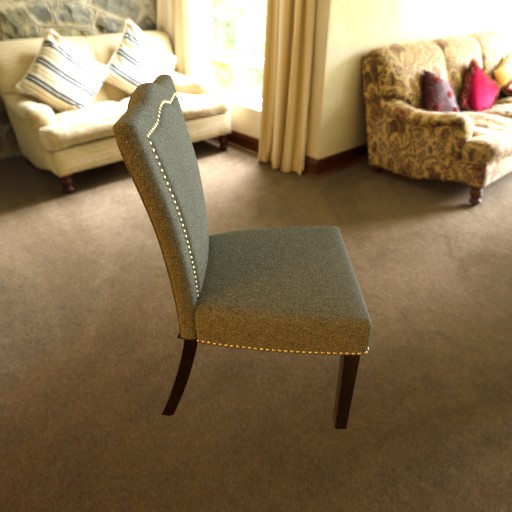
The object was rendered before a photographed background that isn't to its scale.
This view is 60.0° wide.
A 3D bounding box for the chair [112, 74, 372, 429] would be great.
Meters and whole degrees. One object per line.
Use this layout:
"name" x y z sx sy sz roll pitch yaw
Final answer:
"chair" 0.000 0.000 1.282 0.589 0.946 0.518 0 32 -1
